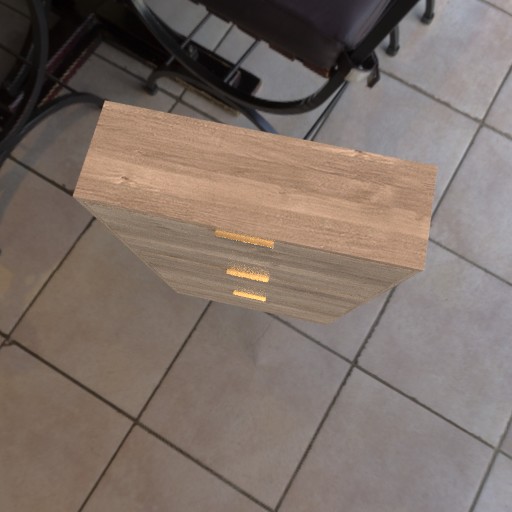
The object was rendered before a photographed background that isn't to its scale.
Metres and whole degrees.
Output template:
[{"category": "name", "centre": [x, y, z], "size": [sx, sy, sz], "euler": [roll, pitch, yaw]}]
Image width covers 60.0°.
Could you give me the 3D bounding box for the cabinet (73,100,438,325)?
[{"category": "cabinet", "centre": [0.000, 0.000, 1.570], "size": [0.750, 1.280, 0.250], "euler": [12, 76, 3]}]
